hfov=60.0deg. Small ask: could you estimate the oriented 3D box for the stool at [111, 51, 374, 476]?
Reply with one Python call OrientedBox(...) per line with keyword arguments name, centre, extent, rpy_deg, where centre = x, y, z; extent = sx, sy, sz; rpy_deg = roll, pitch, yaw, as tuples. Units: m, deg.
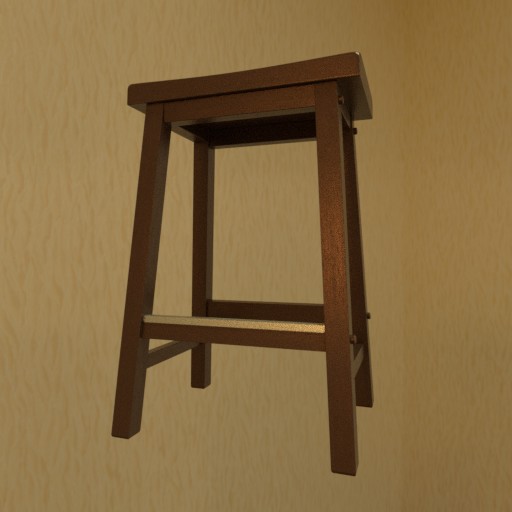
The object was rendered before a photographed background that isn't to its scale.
OrientedBox(name="stool", centre=(0.000, 0.000, 0.830), extent=(0.406, 0.610, 0.322), rpy_deg=(0, 1, 19))
